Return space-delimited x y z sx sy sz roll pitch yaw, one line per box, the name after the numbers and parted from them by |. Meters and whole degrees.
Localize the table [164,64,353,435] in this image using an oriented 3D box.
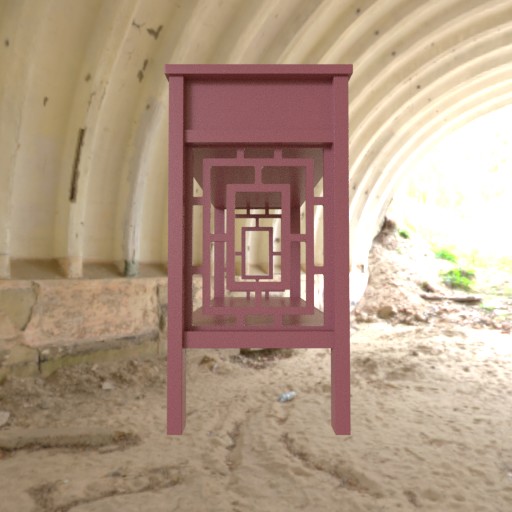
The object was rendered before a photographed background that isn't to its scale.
0.000 0.000 1.428 0.397 0.753 1.068 0 -2 0 | table
